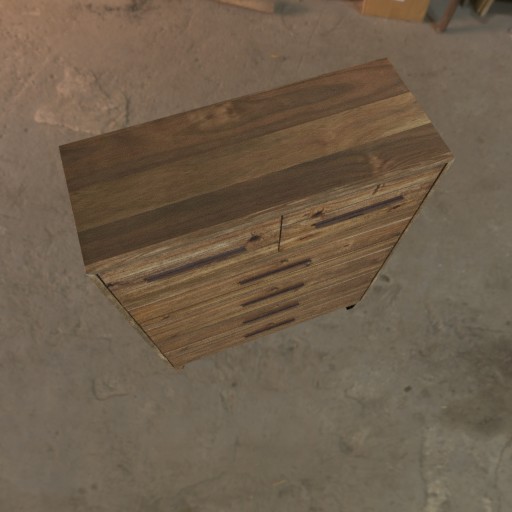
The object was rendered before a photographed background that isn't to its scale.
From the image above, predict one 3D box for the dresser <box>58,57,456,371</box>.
[{"bbox_3d":[0.000,0.000,1.903,1.062,1.393,0.442,-18,66,-8],"label":"dresser"}]
